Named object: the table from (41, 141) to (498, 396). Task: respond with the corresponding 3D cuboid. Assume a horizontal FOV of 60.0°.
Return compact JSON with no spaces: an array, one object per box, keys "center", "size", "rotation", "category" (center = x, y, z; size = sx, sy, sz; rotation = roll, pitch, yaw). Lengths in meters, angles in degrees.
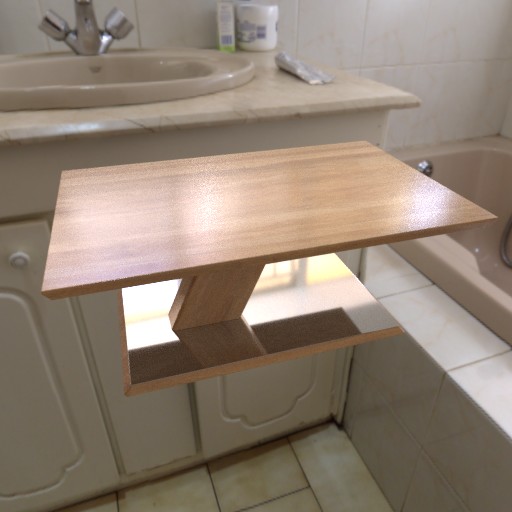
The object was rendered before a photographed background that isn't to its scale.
[{"center":[0.000,0.000,1.406],"size":[1.100,0.441,0.692],"rotation":[-9,33,-15],"category":"table"}]
